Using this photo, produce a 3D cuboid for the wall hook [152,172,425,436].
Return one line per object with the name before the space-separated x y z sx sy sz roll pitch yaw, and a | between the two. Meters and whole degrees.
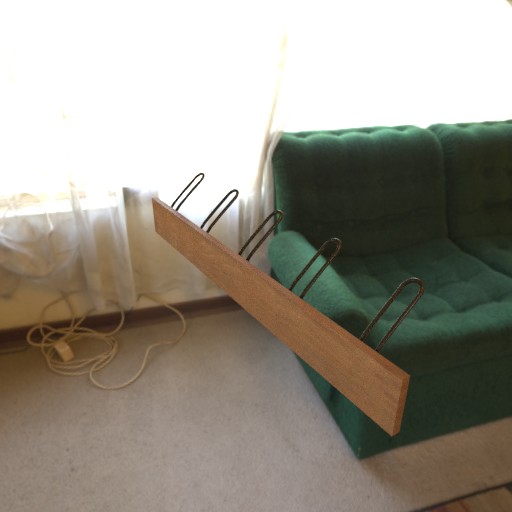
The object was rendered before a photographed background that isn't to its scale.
wall hook | 0.000 0.000 0.594 0.076 0.116 0.554 -16 30 -29
